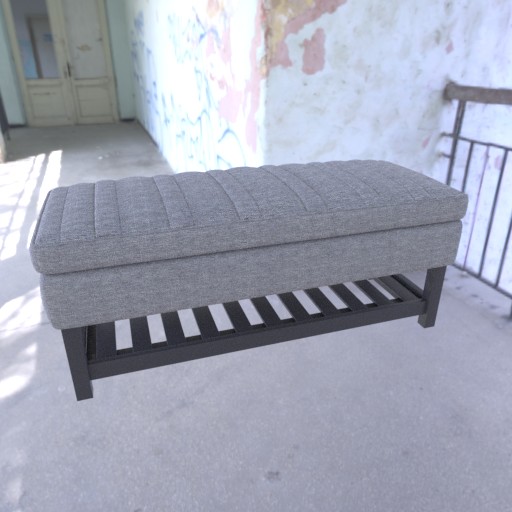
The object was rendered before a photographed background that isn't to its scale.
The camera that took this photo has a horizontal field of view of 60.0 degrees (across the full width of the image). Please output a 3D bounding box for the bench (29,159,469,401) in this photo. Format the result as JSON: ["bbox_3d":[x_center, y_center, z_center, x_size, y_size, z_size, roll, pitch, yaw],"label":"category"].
[{"bbox_3d":[0.000,0.000,1.287,1.100,0.470,0.429,-8,27,-16],"label":"bench"}]
